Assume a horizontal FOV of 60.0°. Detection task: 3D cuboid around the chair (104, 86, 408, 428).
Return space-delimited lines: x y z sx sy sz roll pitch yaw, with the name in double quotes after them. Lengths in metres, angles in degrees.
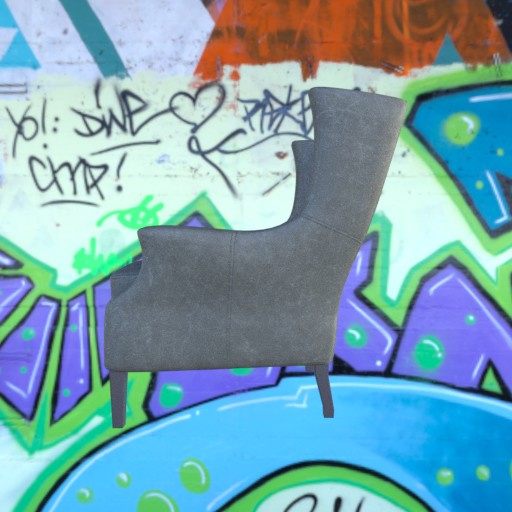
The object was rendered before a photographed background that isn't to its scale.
0.000 0.000 1.675 0.926 1.016 0.853 0 1 0 "chair"
